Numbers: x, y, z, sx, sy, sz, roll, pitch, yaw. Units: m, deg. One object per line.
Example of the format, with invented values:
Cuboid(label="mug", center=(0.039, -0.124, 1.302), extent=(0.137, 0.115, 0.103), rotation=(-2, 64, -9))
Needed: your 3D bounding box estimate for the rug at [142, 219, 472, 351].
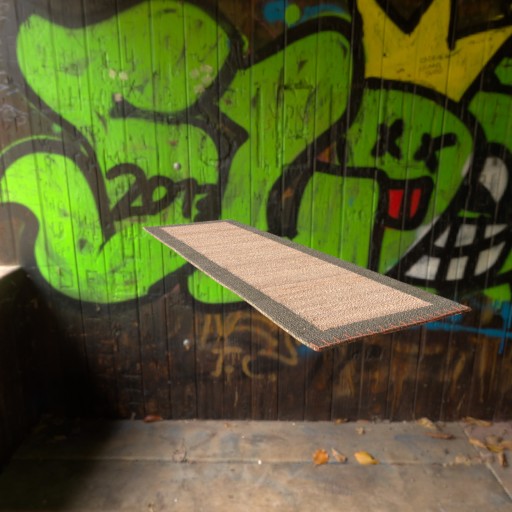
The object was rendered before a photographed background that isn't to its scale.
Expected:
Cuboid(label="rug", center=(0.000, 0.000, 2.718), extent=(0.810, 0.016, 2.413), rotation=(-8, 17, -27))
